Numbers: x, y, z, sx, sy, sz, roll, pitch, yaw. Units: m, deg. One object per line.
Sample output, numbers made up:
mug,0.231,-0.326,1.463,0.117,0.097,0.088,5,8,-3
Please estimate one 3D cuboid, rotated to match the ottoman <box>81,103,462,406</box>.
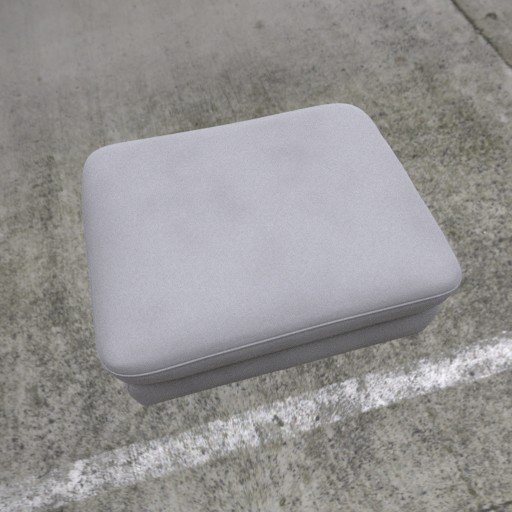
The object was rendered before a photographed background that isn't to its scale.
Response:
ottoman,0.000,0.000,1.123,0.747,0.478,0.593,-14,59,-8
